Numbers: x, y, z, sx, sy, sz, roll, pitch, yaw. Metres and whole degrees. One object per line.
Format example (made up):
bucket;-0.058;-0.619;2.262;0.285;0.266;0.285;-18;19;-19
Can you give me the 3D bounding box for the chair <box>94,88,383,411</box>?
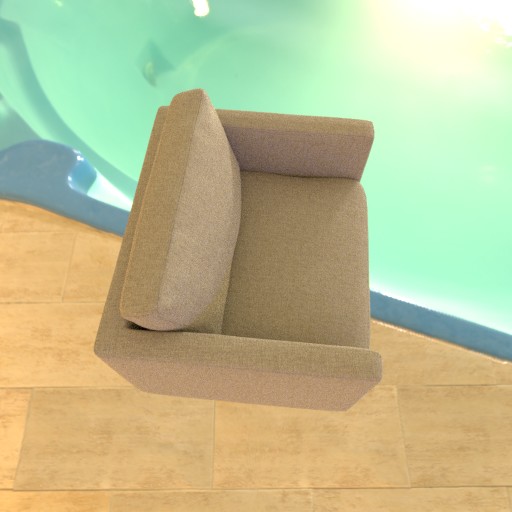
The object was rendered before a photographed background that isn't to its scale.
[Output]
chair;0.000;0.000;1.865;0.959;0.961;1.107;5;63;3
